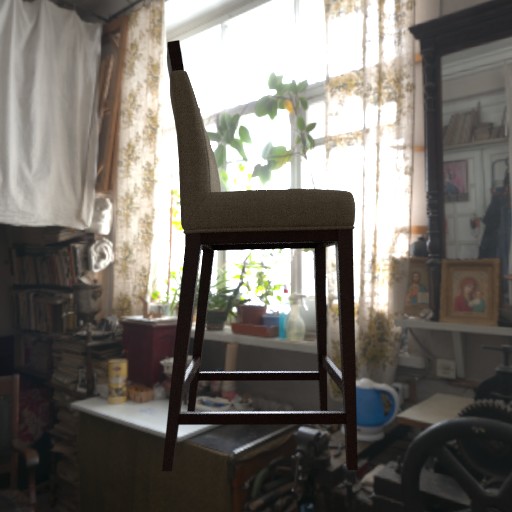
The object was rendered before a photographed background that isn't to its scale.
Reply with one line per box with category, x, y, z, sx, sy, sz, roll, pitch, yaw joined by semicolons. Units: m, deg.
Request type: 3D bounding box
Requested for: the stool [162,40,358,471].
stool;0.000;0.000;1.261;0.480;1.011;0.463;0;-1;-1
